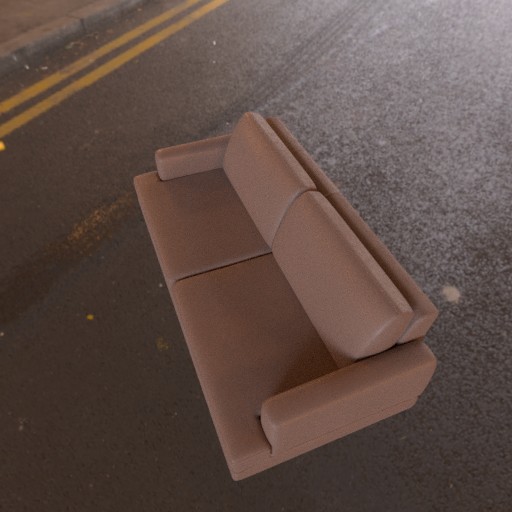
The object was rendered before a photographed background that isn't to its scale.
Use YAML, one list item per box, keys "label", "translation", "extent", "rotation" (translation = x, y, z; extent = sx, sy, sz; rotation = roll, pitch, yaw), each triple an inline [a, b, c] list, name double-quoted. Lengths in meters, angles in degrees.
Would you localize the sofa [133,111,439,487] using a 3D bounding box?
- label: "sofa"
  translation: [0.000, 0.000, 2.394]
  extent: [0.974, 0.765, 1.940]
  rotation: [-16, 49, -15]
